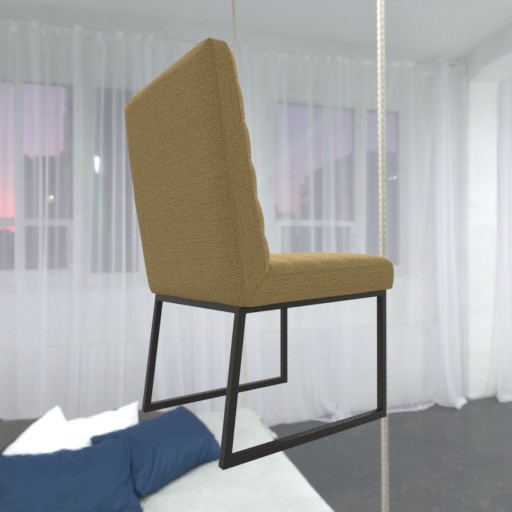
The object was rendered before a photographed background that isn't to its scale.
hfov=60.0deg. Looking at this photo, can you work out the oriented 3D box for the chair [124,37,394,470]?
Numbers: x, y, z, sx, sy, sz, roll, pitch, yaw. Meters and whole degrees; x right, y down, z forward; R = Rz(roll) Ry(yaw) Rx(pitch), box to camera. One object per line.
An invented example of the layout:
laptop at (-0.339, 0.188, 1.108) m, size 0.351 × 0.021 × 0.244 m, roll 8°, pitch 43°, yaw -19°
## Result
chair at (0.000, 0.000, 1.296) m, size 0.634 × 0.930 × 0.520 m, roll 0°, pitch -1°, yaw -36°
